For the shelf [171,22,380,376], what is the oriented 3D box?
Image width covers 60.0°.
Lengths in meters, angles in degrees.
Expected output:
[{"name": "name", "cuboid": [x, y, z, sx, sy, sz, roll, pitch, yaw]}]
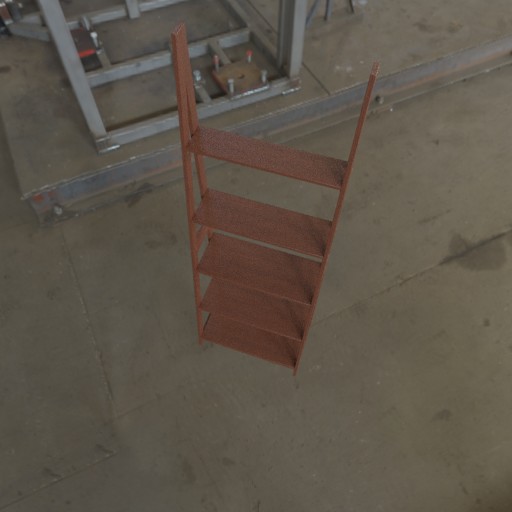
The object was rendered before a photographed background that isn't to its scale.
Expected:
[{"name": "shelf", "cuboid": [0.000, 0.000, 1.919, 0.600, 1.770, 0.350, 16, 60, 10]}]
